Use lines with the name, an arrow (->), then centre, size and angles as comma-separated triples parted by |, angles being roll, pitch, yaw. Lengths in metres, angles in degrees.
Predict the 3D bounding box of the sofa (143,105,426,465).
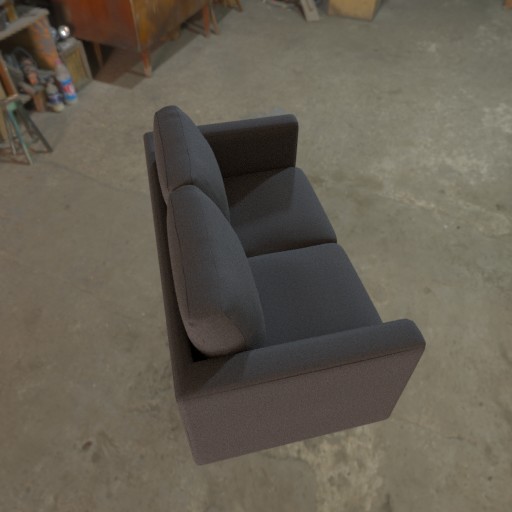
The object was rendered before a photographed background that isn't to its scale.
sofa -> 0.000, 0.000, 1.926 | 0.796, 0.908, 1.430 | -10, 48, -9
